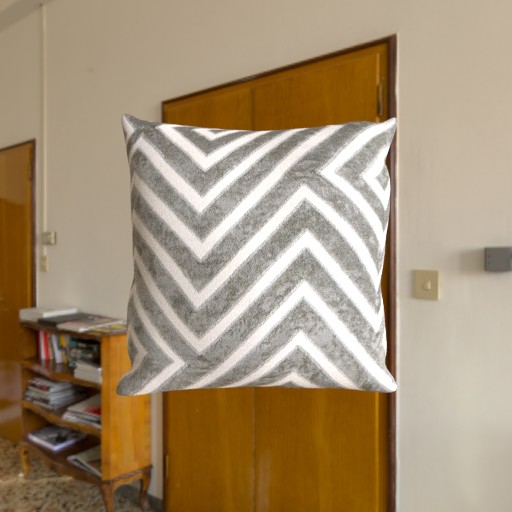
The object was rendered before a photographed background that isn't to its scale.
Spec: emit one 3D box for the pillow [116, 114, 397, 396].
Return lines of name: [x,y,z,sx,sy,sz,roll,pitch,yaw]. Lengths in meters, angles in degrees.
pillow: [0.000,0.000,0.687,0.440,0.441,0.182,0,0,0]
